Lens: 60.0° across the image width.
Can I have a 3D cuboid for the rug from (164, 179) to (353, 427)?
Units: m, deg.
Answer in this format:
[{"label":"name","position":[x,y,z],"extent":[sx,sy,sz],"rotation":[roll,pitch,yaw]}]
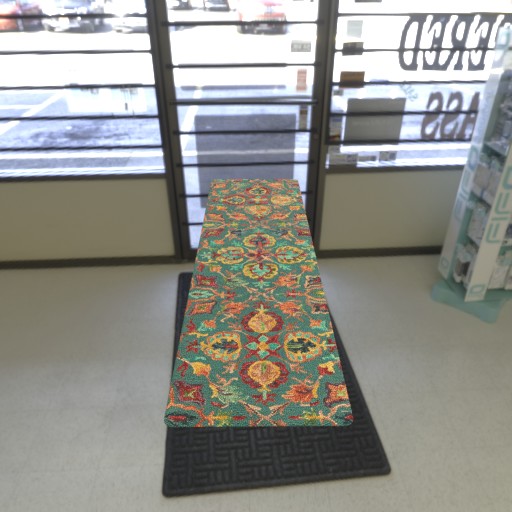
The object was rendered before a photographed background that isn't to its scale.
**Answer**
[{"label":"rug","position":[0.000,0.000,2.550],"extent":[0.686,0.013,2.286],"rotation":[0,32,0]}]
